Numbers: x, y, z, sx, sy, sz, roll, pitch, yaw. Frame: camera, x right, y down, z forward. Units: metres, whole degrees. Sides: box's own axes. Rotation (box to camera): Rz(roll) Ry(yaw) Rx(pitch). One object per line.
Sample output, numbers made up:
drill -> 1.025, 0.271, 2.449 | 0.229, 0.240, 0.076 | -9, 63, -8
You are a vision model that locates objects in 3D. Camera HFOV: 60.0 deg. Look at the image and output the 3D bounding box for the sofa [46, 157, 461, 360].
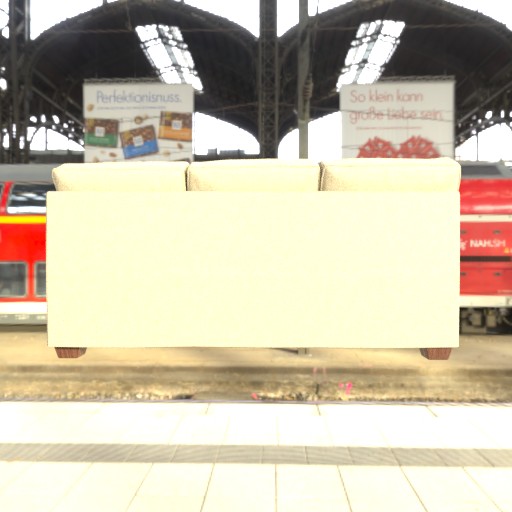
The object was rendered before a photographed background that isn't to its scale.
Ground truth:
sofa -> 0.000, 0.000, 2.543 | 1.962, 0.973, 1.027 | 0, 0, 0
